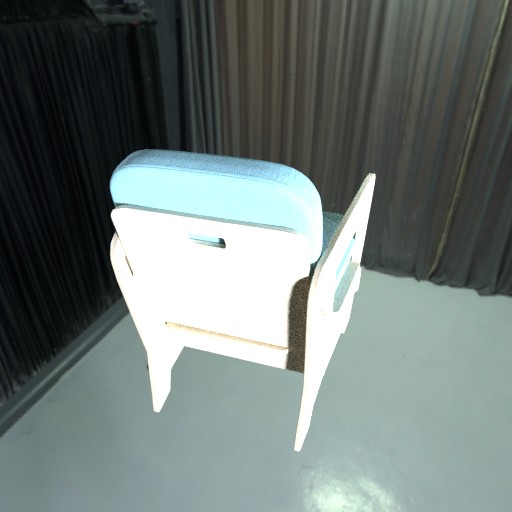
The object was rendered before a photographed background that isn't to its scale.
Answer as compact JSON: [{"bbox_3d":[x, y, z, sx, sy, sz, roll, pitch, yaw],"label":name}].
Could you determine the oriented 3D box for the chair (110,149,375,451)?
[{"bbox_3d":[0.000,0.000,1.290,0.590,0.800,0.710,9,33,15],"label":"chair"}]
